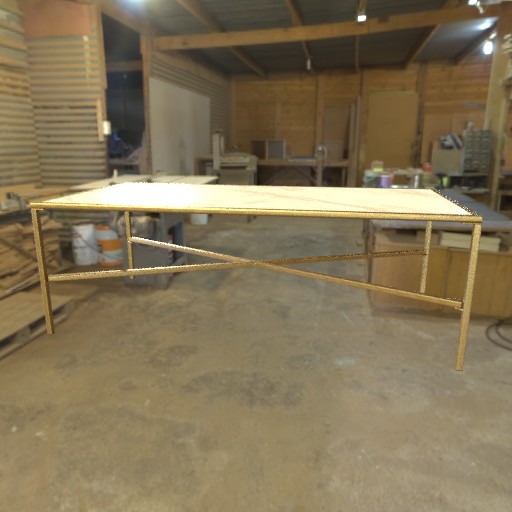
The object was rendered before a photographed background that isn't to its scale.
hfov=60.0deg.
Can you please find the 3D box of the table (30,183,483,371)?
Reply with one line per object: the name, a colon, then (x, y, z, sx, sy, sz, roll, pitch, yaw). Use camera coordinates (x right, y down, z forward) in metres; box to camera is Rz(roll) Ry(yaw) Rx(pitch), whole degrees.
table: (0.000, 0.000, 1.474, 1.197, 0.405, 0.577, 3, 15, 10)
